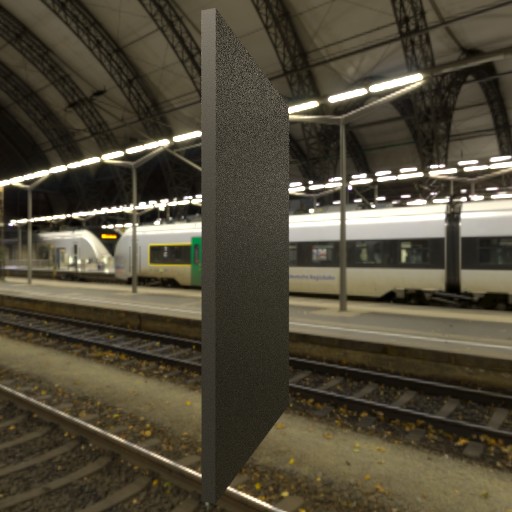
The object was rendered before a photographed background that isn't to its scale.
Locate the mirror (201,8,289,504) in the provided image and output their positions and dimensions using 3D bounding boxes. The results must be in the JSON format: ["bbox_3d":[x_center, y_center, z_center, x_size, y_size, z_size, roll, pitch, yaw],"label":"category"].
[{"bbox_3d":[0.000,0.000,1.458,0.038,1.219,0.762,0,0,18],"label":"mirror"}]
